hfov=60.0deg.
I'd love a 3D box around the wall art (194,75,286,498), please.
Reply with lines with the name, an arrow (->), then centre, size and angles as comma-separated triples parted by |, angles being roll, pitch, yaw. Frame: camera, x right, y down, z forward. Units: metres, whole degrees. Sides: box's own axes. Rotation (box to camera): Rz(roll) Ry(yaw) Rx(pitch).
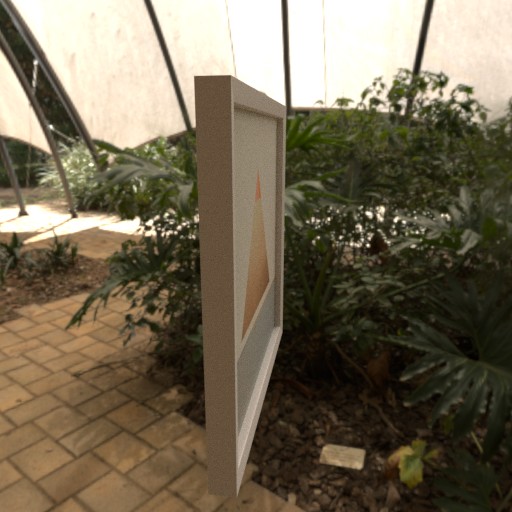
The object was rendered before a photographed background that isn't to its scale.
wall art -> 0.000, 0.000, 1.900 | 0.098, 1.291, 1.289 | 3, 15, 10
